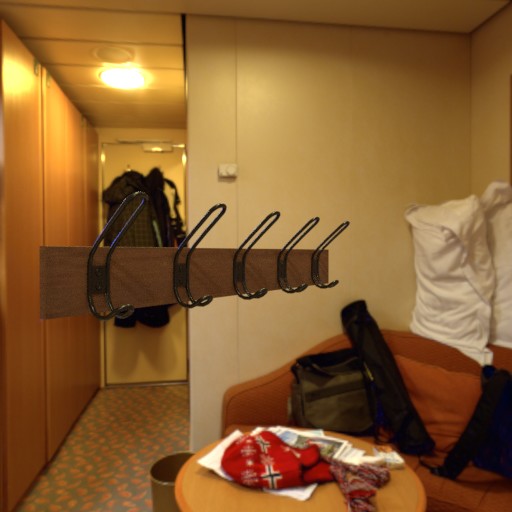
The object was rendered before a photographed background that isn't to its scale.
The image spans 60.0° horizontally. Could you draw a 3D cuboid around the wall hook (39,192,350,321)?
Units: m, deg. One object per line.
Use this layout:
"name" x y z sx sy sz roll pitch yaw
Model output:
"wall hook" 0.000 0.000 0.595 0.076 0.116 0.554 0 1 35
